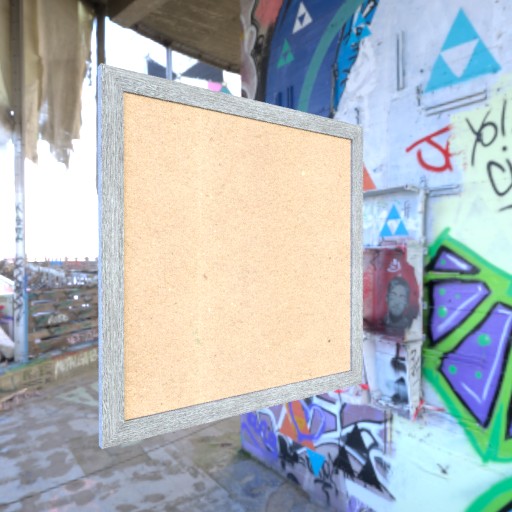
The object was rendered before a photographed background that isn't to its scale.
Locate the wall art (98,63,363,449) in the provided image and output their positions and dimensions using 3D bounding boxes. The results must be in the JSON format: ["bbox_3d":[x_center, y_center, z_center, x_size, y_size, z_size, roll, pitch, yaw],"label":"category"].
[{"bbox_3d":[0.000,0.000,0.991,0.685,0.685,0.020,0,1,-35],"label":"wall art"}]
